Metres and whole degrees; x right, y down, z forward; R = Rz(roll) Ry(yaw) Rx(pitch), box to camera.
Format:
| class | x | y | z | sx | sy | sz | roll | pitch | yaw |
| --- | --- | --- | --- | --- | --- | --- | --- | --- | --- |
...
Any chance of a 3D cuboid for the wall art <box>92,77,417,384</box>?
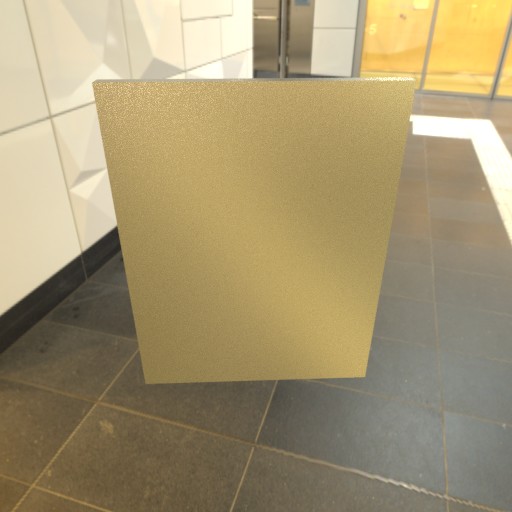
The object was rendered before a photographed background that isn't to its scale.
| class | x | y | z | sx | sy | sz | roll | pitch | yaw |
| --- | --- | --- | --- | --- | --- | --- | --- | --- | --- |
| wall art | 0.000 | 0.000 | 0.761 | 0.444 | 0.569 | 0.025 | -1 | 31 | -2 |
